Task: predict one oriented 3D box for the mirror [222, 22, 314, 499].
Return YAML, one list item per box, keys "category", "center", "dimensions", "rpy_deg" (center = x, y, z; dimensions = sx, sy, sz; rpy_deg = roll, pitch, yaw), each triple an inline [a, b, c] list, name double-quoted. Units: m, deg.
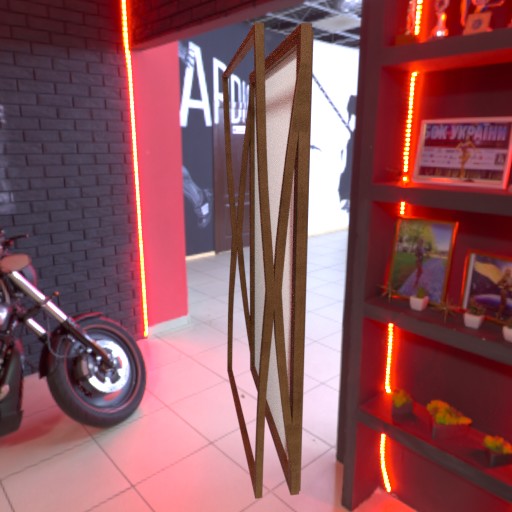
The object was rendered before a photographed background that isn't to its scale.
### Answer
- category: "mirror"
  center: [0.000, 0.000, 0.916]
  dimensions: [0.082, 0.768, 0.468]
  rpy_deg: [-2, 14, -9]
